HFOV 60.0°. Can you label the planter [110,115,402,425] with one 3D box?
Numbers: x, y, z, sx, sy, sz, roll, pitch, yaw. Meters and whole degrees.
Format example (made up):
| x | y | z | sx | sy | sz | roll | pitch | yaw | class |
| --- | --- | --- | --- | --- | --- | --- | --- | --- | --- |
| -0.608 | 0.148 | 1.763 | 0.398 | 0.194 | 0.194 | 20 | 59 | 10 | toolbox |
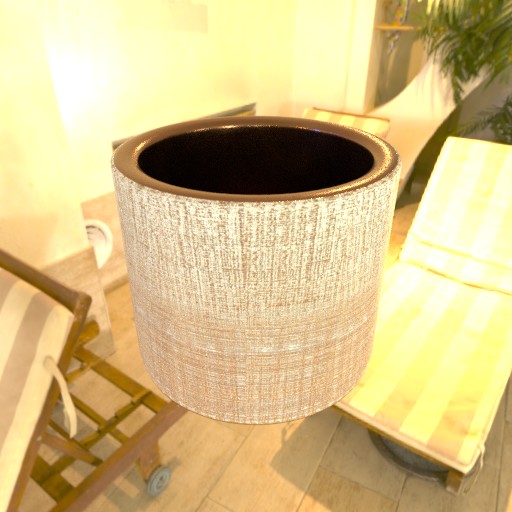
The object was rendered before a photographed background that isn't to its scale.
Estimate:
| x | y | z | sx | sy | sz | roll | pitch | yaw | class |
| --- | --- | --- | --- | --- | --- | --- | --- | --- | --- |
| 0.000 | 0.000 | 0.192 | 0.109 | 0.096 | 0.109 | 0 | 30 | 0 | planter |
